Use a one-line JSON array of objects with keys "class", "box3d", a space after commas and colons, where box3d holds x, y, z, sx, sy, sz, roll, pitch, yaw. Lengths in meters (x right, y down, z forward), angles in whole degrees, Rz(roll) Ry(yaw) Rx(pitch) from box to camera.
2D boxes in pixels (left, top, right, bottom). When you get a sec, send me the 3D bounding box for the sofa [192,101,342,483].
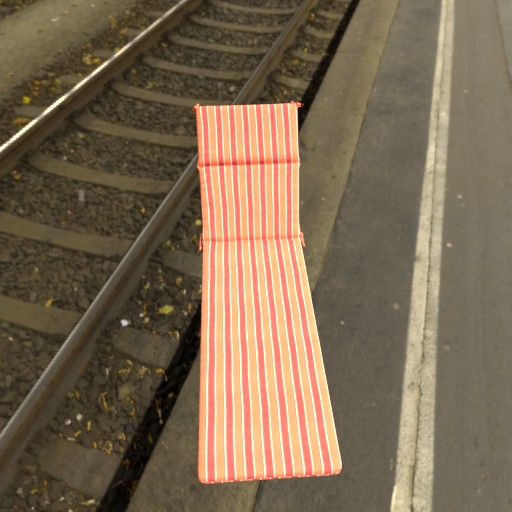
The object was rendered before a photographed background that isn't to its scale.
[{"class": "sofa", "box3d": [0.000, 0.000, 1.946, 0.582, 0.622, 1.663, -3, 47, -2]}]
